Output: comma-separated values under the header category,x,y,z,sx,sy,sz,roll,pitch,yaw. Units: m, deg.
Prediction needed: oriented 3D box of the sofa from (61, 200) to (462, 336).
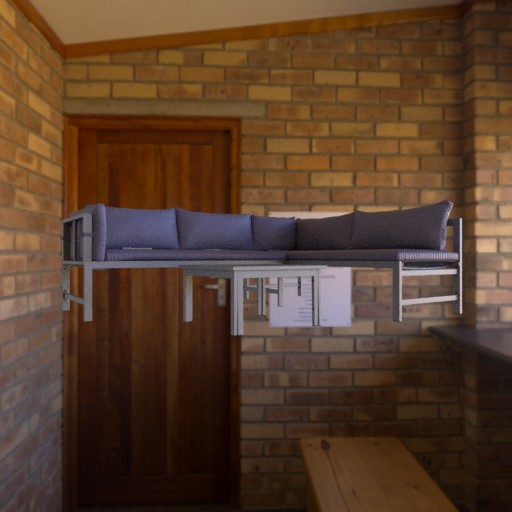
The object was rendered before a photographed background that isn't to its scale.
category,x,y,z,sx,sy,sz,roll,pitch,yaw
sofa,0.000,0.000,2.988,2.149,0.762,1.658,0,0,-34
